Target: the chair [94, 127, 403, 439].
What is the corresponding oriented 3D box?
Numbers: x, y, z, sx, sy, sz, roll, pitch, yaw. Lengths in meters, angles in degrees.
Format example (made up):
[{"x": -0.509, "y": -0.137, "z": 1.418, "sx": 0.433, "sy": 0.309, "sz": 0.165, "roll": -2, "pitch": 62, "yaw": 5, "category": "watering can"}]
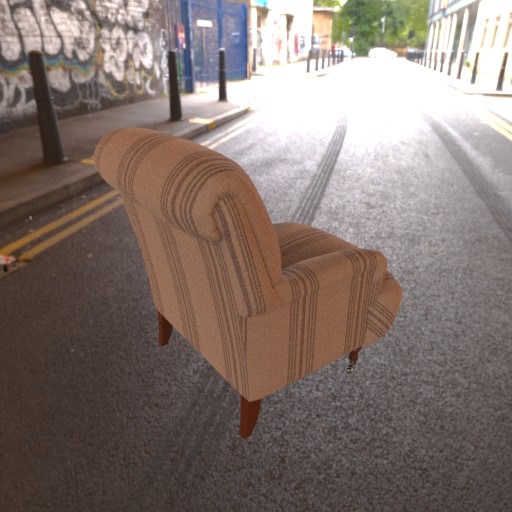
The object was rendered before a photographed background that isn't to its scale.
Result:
[{"x": 0.000, "y": 0.000, "z": 1.646, "sx": 0.914, "sy": 0.940, "sz": 0.813, "roll": -17, "pitch": 30, "yaw": -32, "category": "chair"}]
